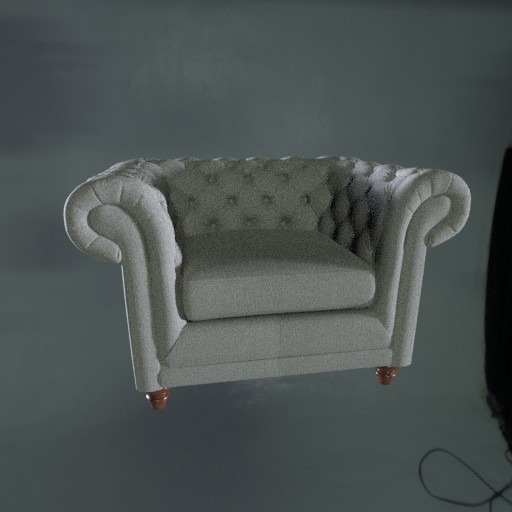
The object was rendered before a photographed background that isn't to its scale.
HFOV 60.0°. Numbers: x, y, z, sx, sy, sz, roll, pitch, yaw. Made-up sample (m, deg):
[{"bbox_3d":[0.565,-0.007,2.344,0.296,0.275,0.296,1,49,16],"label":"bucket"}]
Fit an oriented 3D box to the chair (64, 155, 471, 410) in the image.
[{"bbox_3d":[0.000,0.000,1.834,1.270,0.770,0.976,-3,16,-10],"label":"chair"}]
